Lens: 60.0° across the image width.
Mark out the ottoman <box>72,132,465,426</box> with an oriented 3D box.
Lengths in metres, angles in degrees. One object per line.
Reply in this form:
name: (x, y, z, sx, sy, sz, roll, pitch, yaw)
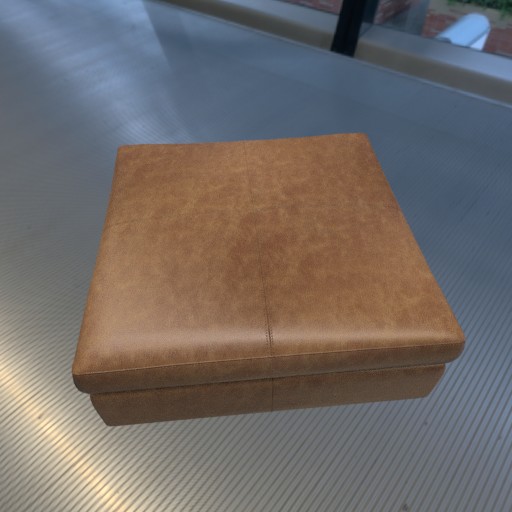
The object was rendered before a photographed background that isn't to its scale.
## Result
ottoman: (0.000, 0.000, 1.796, 1.169, 0.483, 1.168, -4, 47, -4)
